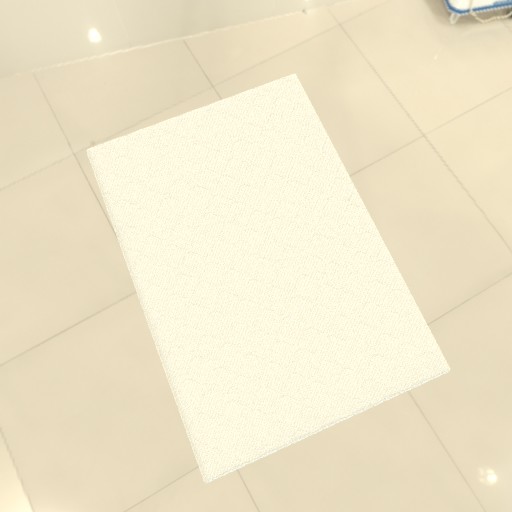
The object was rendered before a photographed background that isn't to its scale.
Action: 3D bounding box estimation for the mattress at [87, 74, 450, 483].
[{"bbox_3d":[0.000,0.000,2.574,1.400,0.200,2.000,-22,76,-6],"label":"mattress"}]
